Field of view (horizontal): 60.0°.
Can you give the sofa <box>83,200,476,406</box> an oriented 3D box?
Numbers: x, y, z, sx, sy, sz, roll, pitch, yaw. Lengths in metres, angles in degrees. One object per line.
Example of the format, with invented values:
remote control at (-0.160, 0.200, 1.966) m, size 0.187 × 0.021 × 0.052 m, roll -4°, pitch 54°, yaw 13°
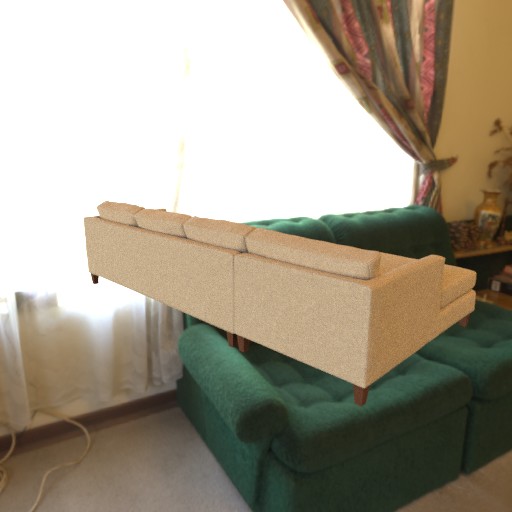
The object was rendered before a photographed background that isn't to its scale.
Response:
sofa at (0.000, 0.000, 3.890) m, size 3.186 × 0.846 × 1.625 m, roll 13°, pitch 19°, yaw 43°
